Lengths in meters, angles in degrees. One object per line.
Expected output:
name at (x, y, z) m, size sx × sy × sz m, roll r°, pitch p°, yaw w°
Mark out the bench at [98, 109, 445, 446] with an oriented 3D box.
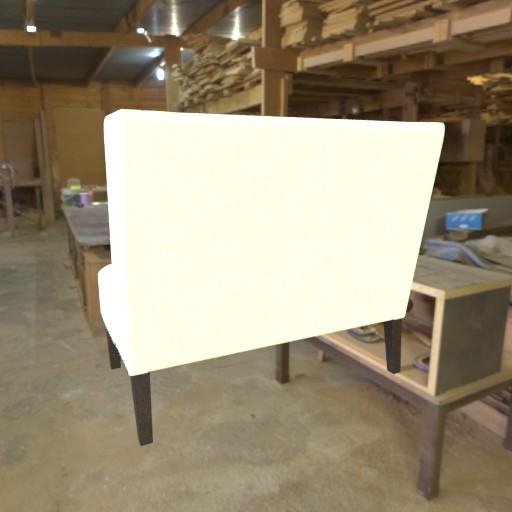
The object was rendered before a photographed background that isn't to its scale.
bench at (0.000, 0.000, 1.967) m, size 1.280 × 1.123 × 0.847 m, roll -6°, pitch 14°, yaw -26°
